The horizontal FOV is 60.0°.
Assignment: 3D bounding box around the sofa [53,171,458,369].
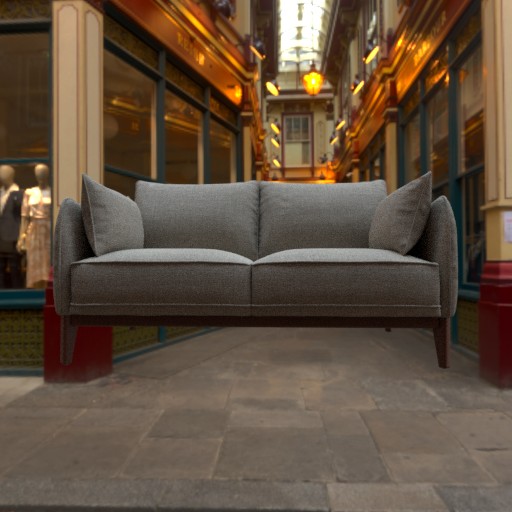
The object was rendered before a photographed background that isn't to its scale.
[{"bbox_3d":[0.000,0.000,2.094,1.580,0.851,0.972,0,0,2],"label":"sofa"}]
